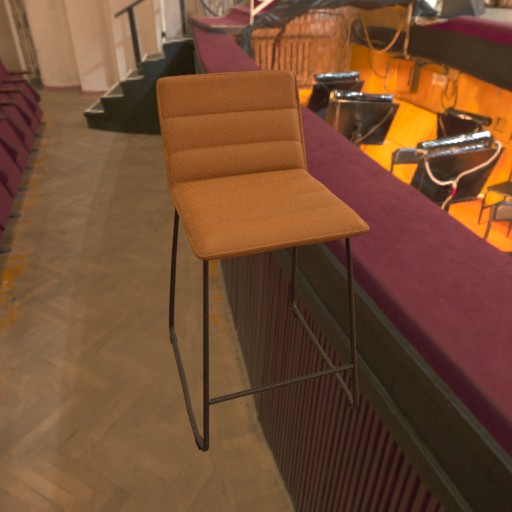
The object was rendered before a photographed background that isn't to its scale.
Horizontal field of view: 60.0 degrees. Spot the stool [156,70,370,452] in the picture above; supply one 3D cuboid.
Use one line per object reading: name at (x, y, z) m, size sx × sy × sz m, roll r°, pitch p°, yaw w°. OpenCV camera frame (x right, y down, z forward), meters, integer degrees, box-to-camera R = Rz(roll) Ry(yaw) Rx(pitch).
stool at (0.000, 0.000, 1.212) m, size 0.489 × 0.866 × 0.524 m, roll -10°, pitch 33°, yaw -15°
